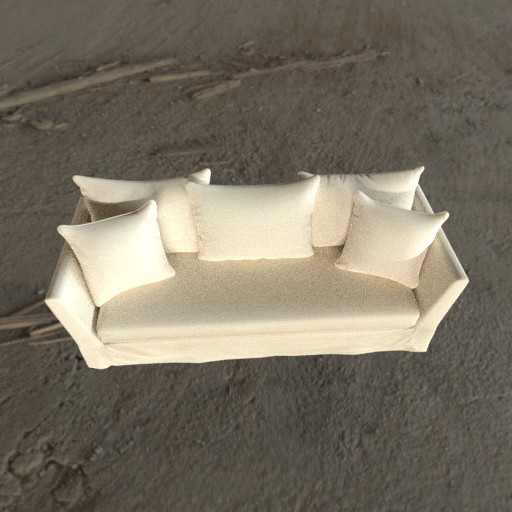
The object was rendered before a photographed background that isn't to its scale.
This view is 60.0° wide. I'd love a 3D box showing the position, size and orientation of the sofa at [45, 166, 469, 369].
[{"bbox_3d":[0.000,0.000,3.074,2.484,1.042,1.030,-2,46,-2],"label":"sofa"}]
